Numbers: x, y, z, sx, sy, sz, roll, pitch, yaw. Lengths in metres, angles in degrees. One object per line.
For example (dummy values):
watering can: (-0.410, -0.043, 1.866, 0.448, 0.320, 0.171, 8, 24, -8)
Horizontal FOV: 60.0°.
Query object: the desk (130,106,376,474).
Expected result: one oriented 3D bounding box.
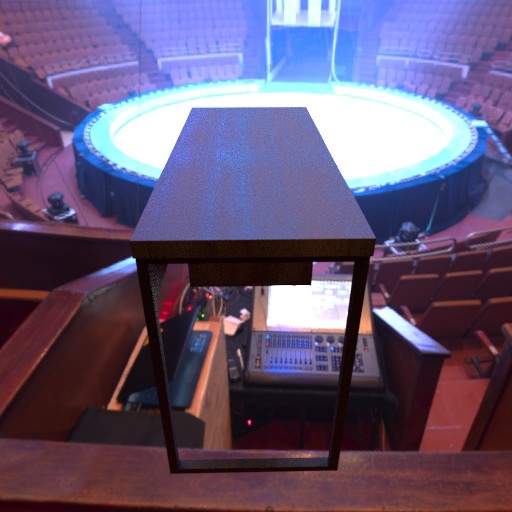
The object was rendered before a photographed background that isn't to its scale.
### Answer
desk: (0.000, 0.000, 1.529, 0.511, 0.752, 1.134, -1, 31, -1)
